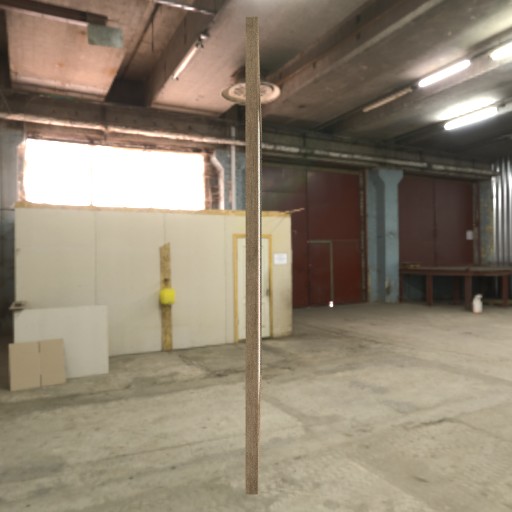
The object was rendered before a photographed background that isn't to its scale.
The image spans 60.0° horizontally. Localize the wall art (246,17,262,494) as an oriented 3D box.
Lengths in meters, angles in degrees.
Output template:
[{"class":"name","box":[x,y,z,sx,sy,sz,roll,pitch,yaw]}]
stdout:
[{"class":"wall art","box":[0.000,0.000,0.903,0.018,0.686,0.534,0,0,1]}]
